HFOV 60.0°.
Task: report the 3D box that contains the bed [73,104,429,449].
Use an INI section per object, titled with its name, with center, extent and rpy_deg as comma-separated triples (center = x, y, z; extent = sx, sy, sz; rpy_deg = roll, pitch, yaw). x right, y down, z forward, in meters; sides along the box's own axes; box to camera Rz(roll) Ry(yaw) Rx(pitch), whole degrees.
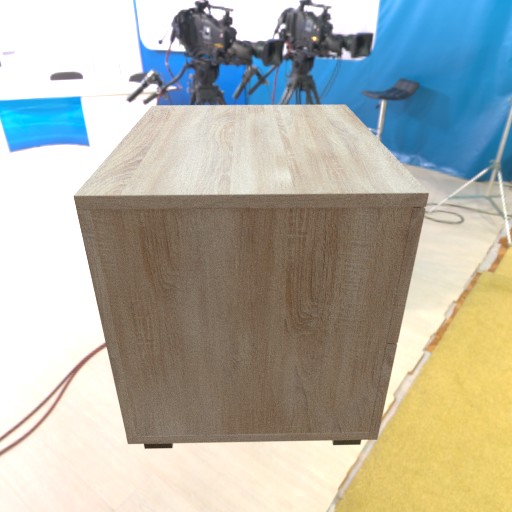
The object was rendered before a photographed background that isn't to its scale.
[bed]
center = 0.000, 0.000, 0.779
extent = 0.401, 0.420, 0.460
rpy_deg = -1, 30, -1
